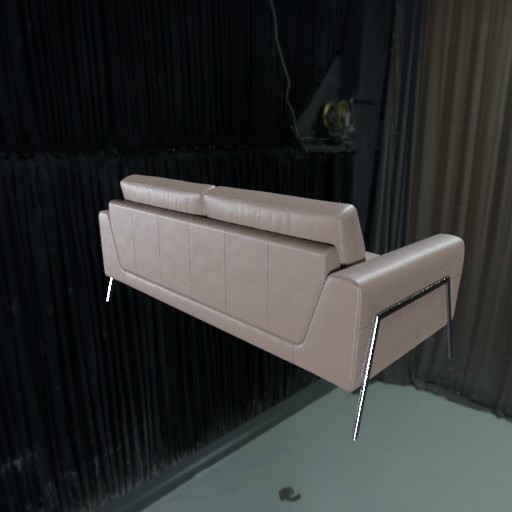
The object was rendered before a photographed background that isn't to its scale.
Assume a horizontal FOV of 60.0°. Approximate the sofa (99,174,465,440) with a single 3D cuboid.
[{"bbox_3d":[0.000,0.000,2.588,0.953,0.875,2.017,-15,22,-43],"label":"sofa"}]
